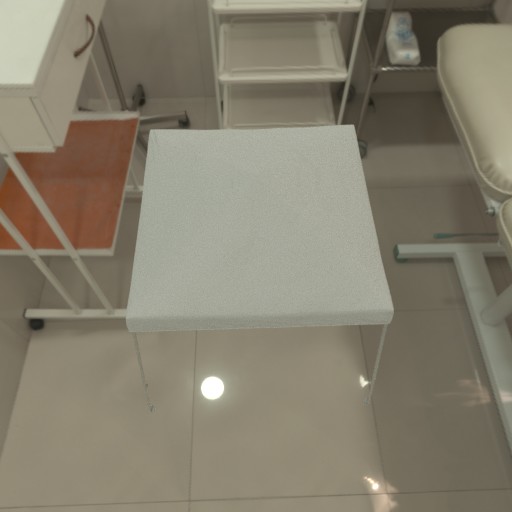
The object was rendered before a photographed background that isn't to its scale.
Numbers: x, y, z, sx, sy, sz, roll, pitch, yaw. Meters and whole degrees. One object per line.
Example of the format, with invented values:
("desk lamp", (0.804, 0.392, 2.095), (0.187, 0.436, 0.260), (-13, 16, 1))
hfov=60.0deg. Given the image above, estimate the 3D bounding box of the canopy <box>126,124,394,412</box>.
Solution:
("canopy", (0.000, 0.000, 5.246), (2.848, 2.849, 2.849), (-2, 58, -1))
